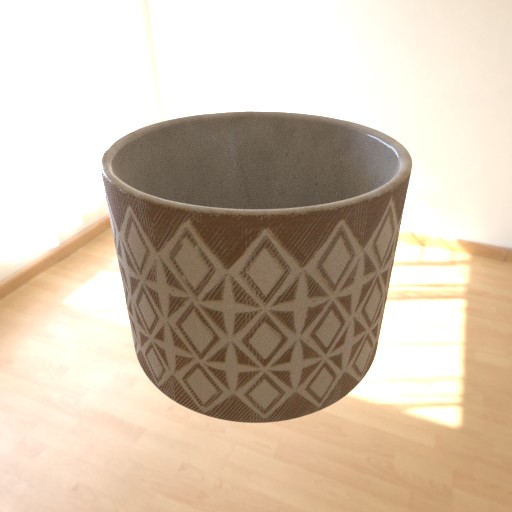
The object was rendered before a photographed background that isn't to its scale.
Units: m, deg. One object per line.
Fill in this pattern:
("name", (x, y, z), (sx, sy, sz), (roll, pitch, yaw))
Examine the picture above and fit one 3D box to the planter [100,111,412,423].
("planter", (0.000, 0.000, 0.328), (0.193, 0.165, 0.193), (0, 31, 0))
